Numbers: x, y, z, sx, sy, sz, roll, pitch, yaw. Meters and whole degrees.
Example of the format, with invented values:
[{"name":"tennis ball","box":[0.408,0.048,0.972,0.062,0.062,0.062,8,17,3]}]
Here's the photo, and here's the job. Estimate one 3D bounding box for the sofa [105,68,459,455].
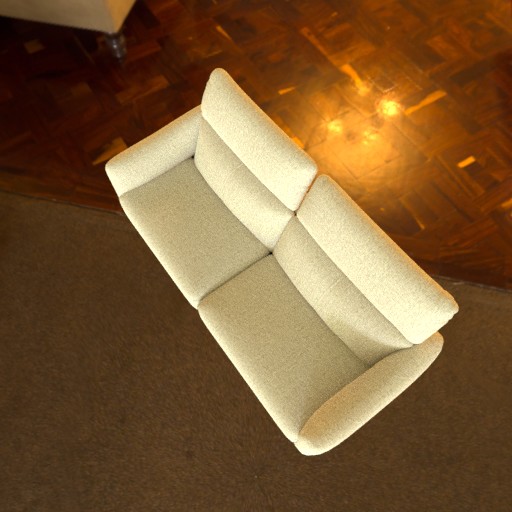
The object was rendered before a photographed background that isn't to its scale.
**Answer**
[{"name":"sofa","box":[0.000,0.000,2.465,0.856,0.956,2.015,-34,68,-15]}]
